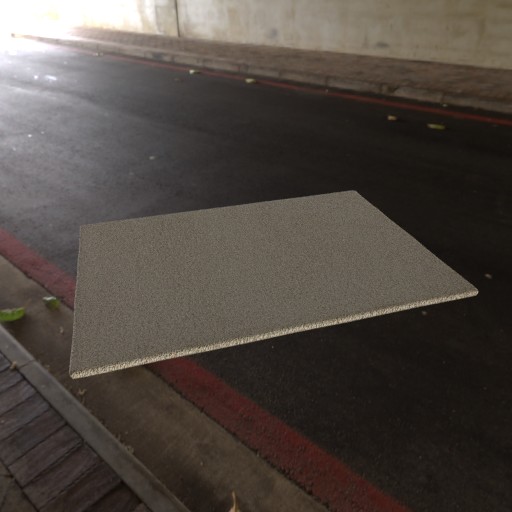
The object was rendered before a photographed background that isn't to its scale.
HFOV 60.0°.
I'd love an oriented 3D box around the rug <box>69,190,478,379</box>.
[{"bbox_3d":[0.000,0.000,2.314,1.778,0.030,1.219,-9,33,-14],"label":"rug"}]
